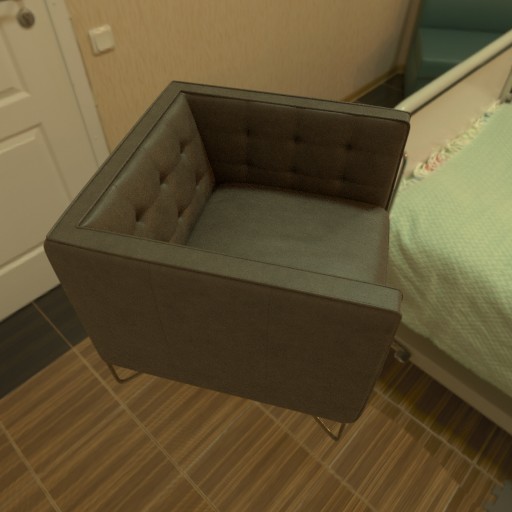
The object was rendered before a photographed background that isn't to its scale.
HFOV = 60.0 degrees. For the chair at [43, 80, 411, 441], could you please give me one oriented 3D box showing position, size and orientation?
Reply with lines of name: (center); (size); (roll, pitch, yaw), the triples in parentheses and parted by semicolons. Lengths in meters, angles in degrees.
chair: (0.000, 0.000, 1.562); (0.894, 0.790, 0.880); (11, 49, 10)
